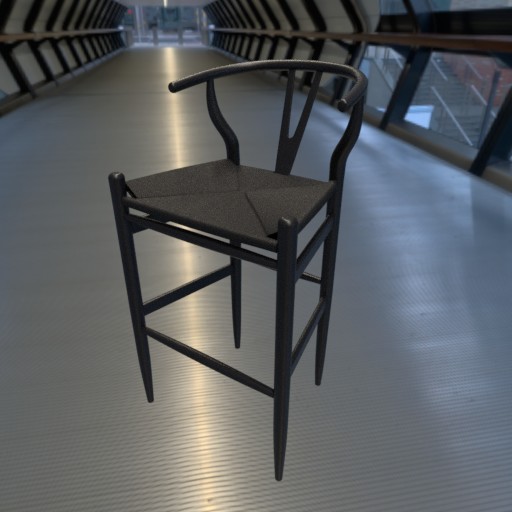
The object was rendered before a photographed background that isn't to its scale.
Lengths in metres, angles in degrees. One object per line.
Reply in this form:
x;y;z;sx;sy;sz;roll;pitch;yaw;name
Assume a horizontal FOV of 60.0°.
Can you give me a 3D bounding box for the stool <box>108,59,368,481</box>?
0.000;0.000;1.365;0.569;1.072;0.579;18;33;30;stool
